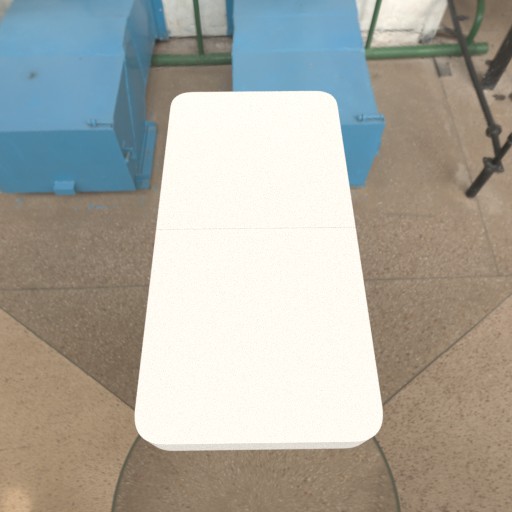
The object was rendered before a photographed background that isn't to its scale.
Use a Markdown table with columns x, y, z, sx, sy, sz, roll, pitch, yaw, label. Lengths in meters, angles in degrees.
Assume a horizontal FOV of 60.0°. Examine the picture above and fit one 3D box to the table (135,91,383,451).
| x | y | z | sx | sy | sz | roll | pitch | yaw | label |
| --- | --- | --- | --- | --- | --- | --- | --- | --- | --- |
| 0.000 | 0.000 | 1.481 | 0.600 | 0.340 | 1.200 | -1 | 60 | 0 | table |
